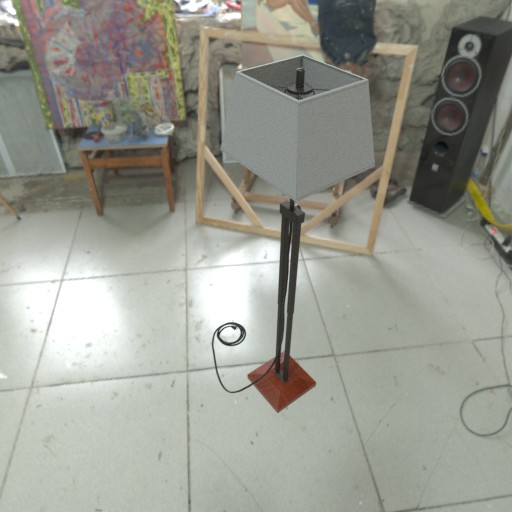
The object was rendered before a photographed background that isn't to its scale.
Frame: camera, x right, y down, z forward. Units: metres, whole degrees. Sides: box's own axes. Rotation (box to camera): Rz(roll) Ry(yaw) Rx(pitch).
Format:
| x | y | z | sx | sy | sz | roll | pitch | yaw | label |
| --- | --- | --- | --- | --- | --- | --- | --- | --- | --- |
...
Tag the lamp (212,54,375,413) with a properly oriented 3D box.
| x | y | z | sx | sy | sz | roll | pitch | yaw | label |
| --- | --- | --- | --- | --- | --- | --- | --- | --- | --- |
| 0.000 | 0.000 | 2.006 | 0.472 | 1.712 | 0.745 | -26 | 48 | -27 | lamp |
